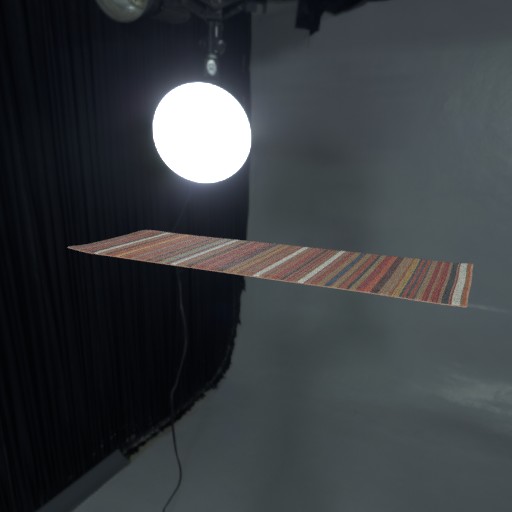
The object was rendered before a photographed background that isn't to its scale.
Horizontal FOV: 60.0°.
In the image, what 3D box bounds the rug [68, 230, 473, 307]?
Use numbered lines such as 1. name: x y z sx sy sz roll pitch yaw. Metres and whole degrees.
1. rug: 0.000 0.000 2.782 2.444 0.030 0.799 7 15 26
